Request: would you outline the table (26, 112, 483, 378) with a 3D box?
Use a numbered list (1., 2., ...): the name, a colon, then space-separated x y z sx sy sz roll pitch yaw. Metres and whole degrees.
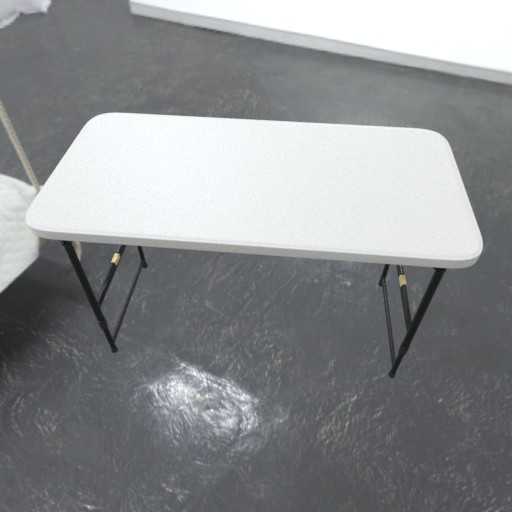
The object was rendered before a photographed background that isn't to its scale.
1. table: 0.000 0.000 1.600 1.219 0.737 0.610 4 47 4
